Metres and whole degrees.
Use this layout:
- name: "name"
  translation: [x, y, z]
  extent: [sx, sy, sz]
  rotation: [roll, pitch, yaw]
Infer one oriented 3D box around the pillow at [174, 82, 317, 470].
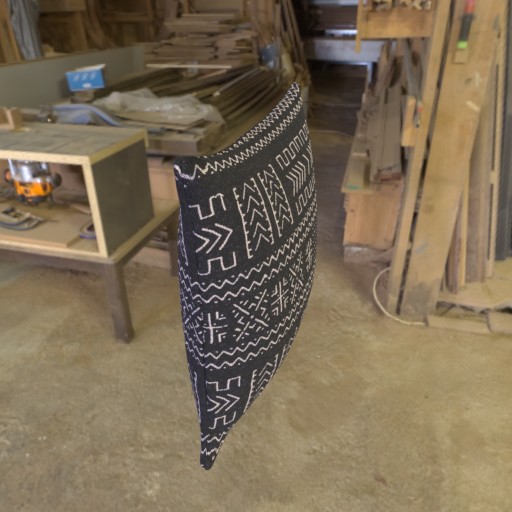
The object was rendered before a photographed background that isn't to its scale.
- name: "pillow"
  translation: [0.000, 0.000, 0.662]
  extent: [0.164, 0.430, 0.438]
  rotation: [9, 31, 16]
